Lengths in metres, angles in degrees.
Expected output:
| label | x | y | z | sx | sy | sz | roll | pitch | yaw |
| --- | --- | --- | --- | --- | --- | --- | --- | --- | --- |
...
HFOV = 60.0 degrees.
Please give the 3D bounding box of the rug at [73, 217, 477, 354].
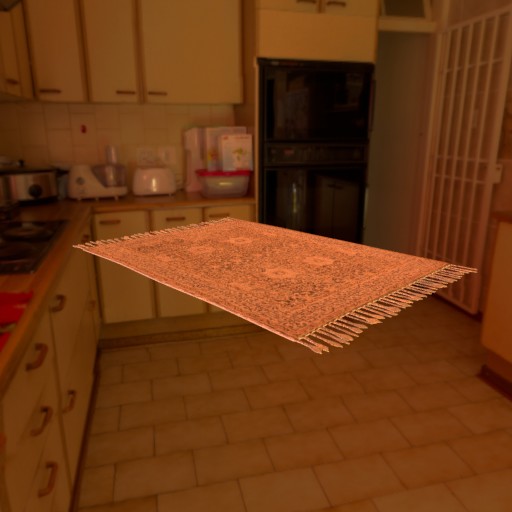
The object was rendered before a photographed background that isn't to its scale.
| label | x | y | z | sx | sy | sz | roll | pitch | yaw |
| --- | --- | --- | --- | --- | --- | --- | --- | --- | --- |
| rug | 0.000 | 0.000 | 3.144 | 1.619 | 0.023 | 2.465 | -15 | 22 | -42 |
